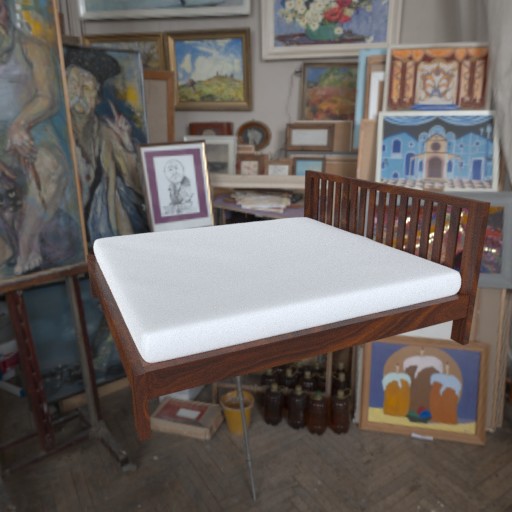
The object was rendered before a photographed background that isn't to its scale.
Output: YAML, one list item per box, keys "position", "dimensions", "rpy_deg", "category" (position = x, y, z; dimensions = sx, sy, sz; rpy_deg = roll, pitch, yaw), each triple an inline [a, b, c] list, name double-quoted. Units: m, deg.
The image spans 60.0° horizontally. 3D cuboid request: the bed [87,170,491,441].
- position: [0.000, 0.000, 3.039]
  dimensions: [2.030, 0.890, 1.905]
  rpy_deg: [-8, 19, -24]
  category: "bed"
